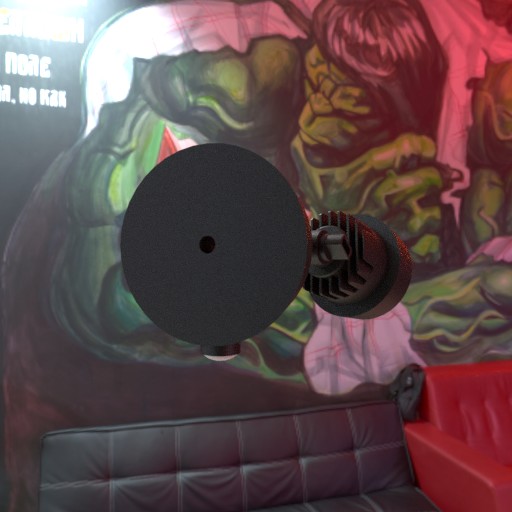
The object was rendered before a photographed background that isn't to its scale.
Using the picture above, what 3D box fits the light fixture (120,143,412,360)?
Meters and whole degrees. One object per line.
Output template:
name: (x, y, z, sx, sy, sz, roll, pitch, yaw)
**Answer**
light fixture: (0.000, 0.000, 0.316, 0.213, 0.120, 0.168, 0, 0, 18)
